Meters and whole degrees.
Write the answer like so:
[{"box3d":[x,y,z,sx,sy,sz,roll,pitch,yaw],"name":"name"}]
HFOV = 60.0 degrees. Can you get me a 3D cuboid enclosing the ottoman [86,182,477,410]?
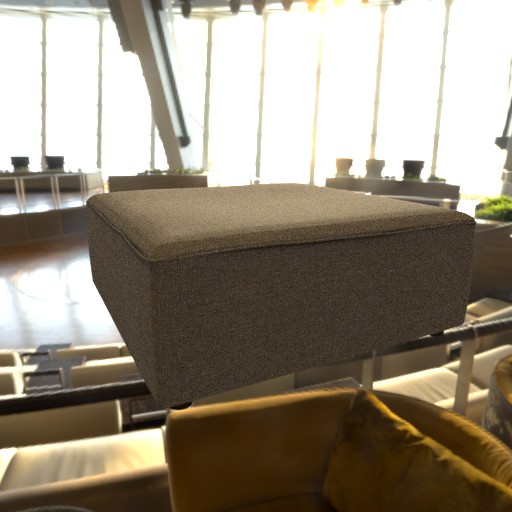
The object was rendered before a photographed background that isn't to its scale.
[{"box3d":[0.000,0.000,1.579,1.023,0.423,1.017,-8,17,-26],"name":"ottoman"}]
